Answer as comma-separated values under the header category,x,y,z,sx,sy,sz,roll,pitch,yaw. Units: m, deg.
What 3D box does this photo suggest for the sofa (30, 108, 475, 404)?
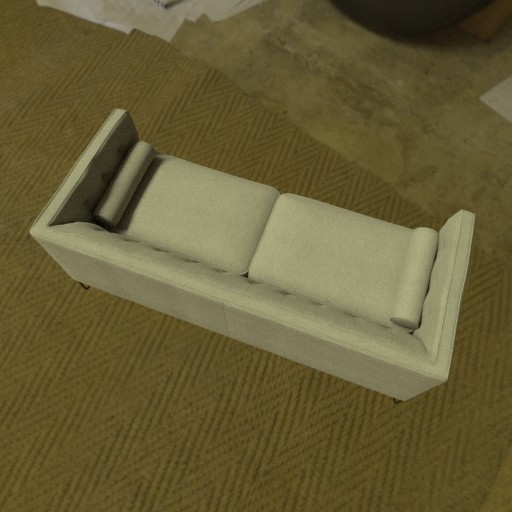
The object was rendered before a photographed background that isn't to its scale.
category,x,y,z,sx,sy,sz,roll,pitch,yaw
sofa,0.000,0.000,2.544,2.079,0.798,0.912,18,65,9
